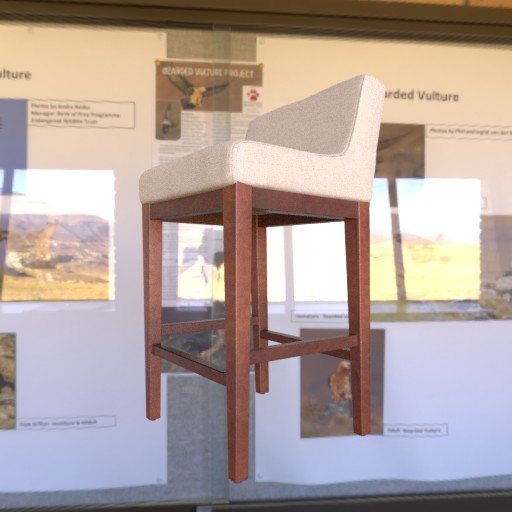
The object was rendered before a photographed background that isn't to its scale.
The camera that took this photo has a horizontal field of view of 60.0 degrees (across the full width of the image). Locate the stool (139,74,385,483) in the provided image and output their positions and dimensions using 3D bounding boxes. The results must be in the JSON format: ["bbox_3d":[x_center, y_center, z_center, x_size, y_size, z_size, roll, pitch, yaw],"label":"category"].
[{"bbox_3d":[0.000,0.000,1.222,0.500,0.937,0.511,0,0,-37],"label":"stool"}]
